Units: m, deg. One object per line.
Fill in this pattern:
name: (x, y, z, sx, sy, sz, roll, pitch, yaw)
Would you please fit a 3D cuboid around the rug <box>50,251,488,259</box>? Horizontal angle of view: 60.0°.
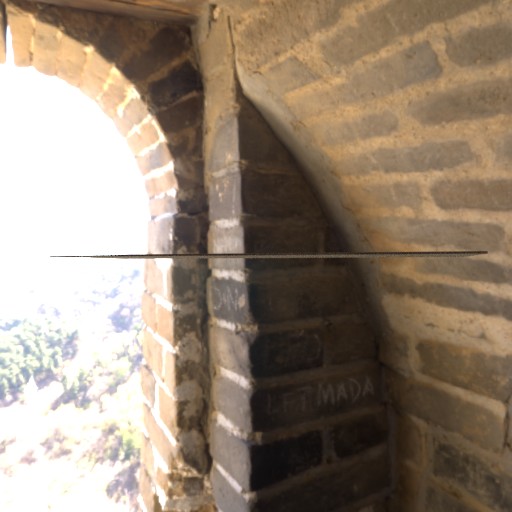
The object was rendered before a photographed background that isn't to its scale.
rug: (0.000, 0.000, 2.743, 2.452, 0.012, 0.775, 0, -1, 18)
